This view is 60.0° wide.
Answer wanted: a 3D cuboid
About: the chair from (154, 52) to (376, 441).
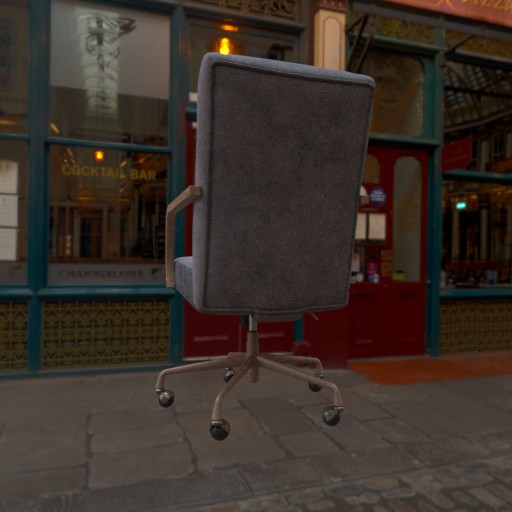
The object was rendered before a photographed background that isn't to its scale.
[{"bbox_3d":[0.000,0.000,1.484,0.640,1.029,0.741,0,-1,-18],"label":"chair"}]
